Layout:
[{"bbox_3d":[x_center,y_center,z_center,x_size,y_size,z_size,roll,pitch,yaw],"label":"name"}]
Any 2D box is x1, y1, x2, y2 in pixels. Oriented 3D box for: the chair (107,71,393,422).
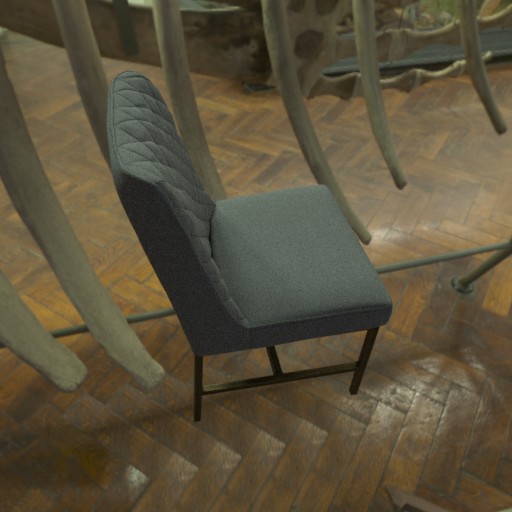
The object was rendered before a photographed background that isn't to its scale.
[{"bbox_3d":[0.000,0.000,1.197,0.587,0.889,0.508,-9,46,-9],"label":"chair"}]
